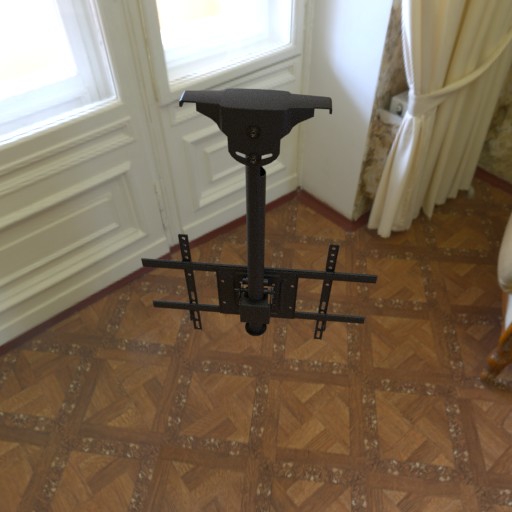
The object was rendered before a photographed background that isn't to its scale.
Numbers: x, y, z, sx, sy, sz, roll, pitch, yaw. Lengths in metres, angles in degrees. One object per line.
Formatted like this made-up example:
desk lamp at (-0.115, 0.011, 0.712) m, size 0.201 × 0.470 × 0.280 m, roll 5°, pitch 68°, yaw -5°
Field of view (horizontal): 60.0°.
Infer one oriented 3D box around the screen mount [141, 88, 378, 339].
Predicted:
screen mount at (0.000, 0.000, 1.029) m, size 0.595 × 0.775 × 0.090 m, roll 4°, pitch 46°, yaw 4°
